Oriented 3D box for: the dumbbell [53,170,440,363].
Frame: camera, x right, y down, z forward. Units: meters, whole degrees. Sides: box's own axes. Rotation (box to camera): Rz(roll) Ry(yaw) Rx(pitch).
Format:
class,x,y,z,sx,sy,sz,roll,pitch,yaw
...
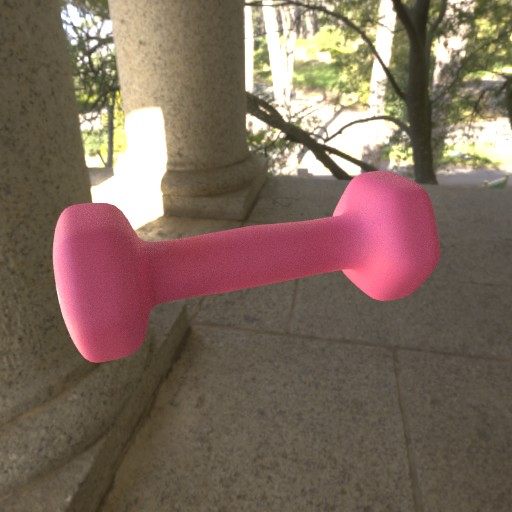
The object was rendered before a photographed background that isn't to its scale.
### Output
class,x,y,z,sx,sy,sz,roll,pitch,yaw
dumbbell,0.000,0.000,0.177,0.146,0.053,0.058,-9,28,-17
